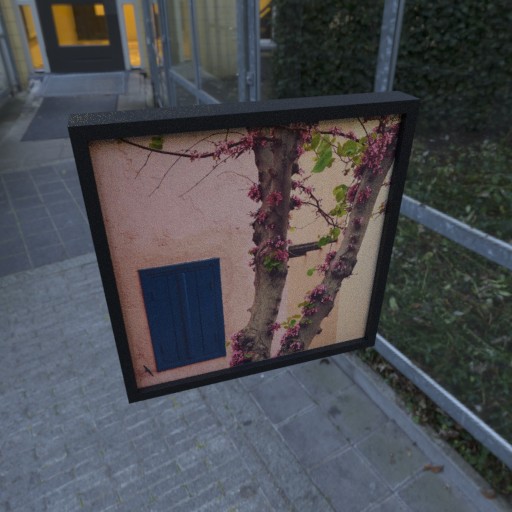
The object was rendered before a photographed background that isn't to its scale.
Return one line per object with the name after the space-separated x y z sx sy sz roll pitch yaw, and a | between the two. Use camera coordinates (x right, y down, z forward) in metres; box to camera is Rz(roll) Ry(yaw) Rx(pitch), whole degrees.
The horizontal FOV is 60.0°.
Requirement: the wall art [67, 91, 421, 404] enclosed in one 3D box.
0.000 0.000 0.462 0.305 0.304 0.038 -9 33 -15 | wall art
